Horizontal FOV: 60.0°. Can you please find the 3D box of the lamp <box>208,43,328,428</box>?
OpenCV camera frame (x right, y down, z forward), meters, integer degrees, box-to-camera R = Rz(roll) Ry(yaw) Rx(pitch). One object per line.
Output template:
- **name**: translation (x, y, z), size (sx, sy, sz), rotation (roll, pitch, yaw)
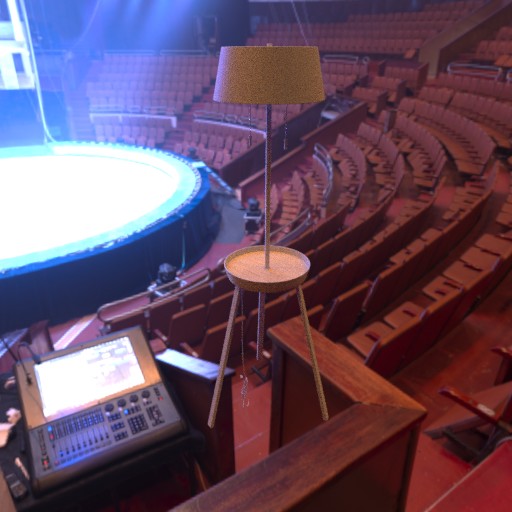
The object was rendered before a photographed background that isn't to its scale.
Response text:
- **lamp**: translation (0.000, 0.000, 1.652), size (0.468, 1.429, 0.508), rotation (-16, 29, -32)
